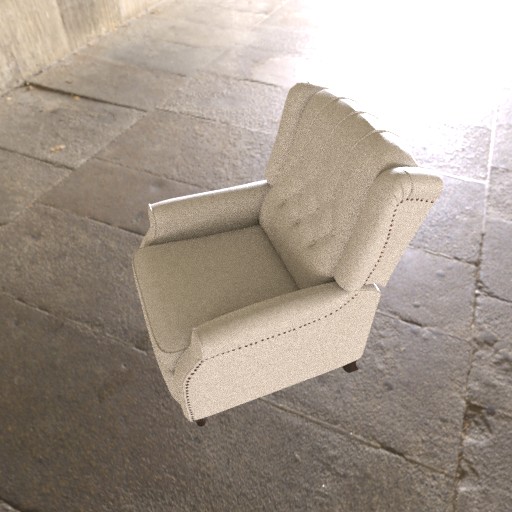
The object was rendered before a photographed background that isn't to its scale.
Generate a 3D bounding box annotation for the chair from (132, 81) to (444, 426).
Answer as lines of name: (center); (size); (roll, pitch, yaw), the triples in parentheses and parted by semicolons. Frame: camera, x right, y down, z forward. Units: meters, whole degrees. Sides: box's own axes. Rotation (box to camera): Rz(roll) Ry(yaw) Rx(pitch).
chair: (0.000, 0.000, 1.664); (0.902, 1.035, 0.742); (-16, 48, -15)
